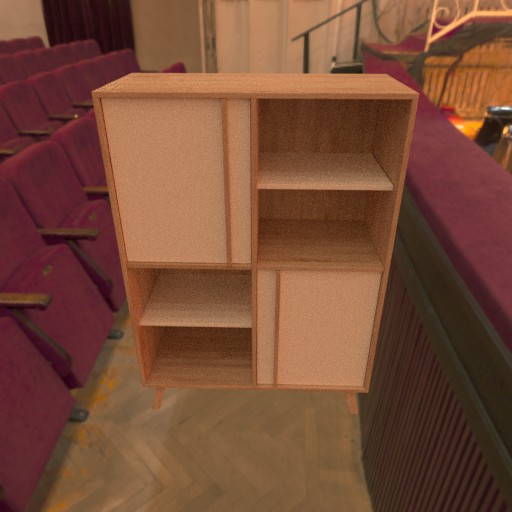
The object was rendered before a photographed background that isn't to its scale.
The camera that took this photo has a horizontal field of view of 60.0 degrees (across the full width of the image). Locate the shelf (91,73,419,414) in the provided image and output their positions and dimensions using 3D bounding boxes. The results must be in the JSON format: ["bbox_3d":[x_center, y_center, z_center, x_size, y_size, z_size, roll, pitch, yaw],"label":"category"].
[{"bbox_3d":[0.000,0.000,1.883,1.000,1.390,0.450,1,29,2],"label":"shelf"}]
